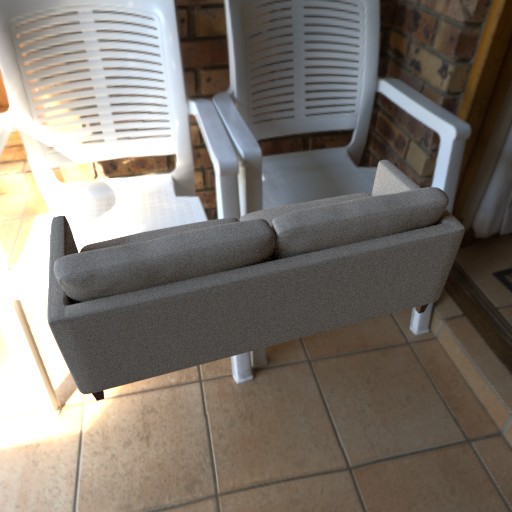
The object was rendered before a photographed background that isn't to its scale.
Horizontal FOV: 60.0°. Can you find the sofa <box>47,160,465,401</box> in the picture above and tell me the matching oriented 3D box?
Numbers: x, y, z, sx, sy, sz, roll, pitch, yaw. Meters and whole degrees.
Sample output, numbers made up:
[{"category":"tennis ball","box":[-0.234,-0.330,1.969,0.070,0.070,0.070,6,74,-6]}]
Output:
[{"category":"sofa","box":[0.000,0.000,2.916,2.434,0.965,0.951,-12,42,-14]}]
